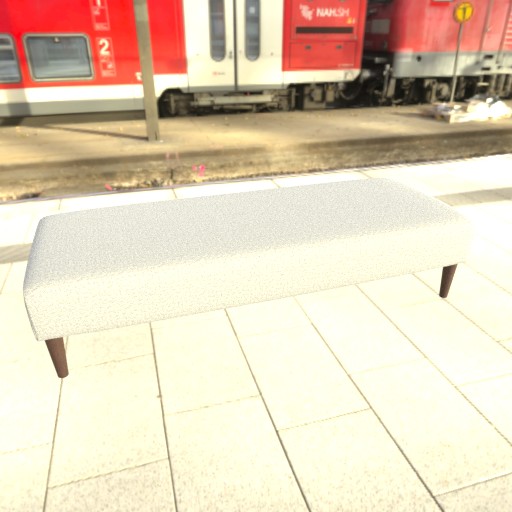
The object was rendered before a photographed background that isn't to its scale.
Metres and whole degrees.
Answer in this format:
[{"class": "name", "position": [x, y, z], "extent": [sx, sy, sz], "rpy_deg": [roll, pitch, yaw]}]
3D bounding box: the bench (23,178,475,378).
[{"class": "bench", "position": [0.000, 0.000, 1.789], "extent": [1.598, 0.383, 0.631], "rpy_deg": [-9, 29, -16]}]
